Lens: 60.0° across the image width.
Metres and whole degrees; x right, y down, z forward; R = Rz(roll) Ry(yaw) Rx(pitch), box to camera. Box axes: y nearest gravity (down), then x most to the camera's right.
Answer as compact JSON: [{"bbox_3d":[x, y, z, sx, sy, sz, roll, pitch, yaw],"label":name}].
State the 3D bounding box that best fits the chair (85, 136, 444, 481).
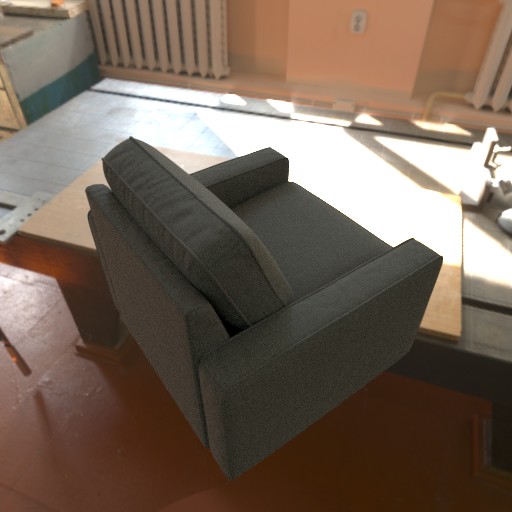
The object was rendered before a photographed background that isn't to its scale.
[{"bbox_3d":[0.000,0.000,1.702,0.940,0.919,1.017,-26,47,-26],"label":"chair"}]
